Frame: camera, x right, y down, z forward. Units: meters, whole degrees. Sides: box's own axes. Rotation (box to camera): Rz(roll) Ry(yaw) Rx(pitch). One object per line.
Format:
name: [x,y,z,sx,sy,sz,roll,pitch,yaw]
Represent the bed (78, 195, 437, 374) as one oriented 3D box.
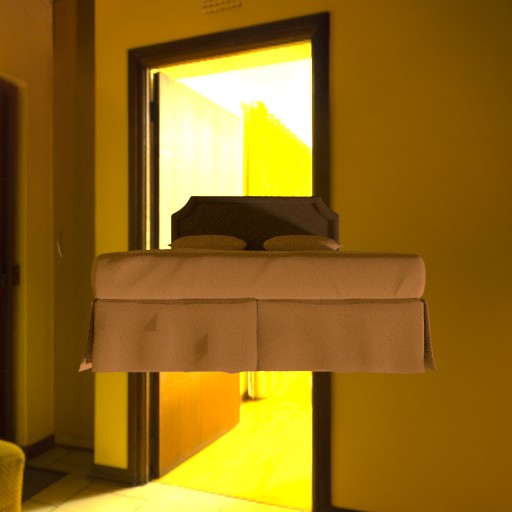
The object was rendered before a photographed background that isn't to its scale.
bed: [0.000,0.000,3.619,1.977,1.306,2.464,0,0,-1]
